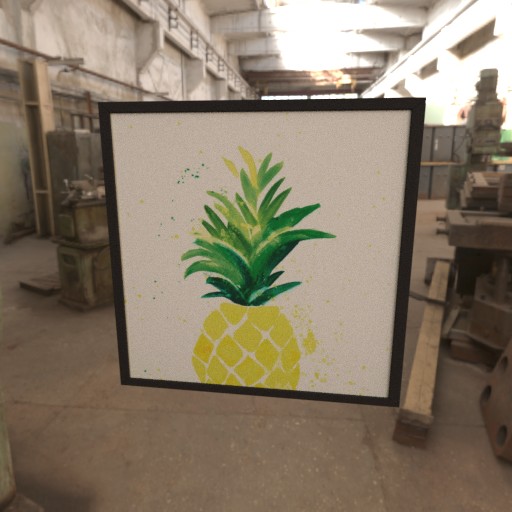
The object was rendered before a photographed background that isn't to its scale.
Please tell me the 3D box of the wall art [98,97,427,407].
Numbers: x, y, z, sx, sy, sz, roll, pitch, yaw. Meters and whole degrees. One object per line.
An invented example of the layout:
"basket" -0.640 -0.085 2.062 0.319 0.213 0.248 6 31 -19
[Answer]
"wall art" 0.000 0.000 0.460 0.305 0.304 0.033 2 14 8
